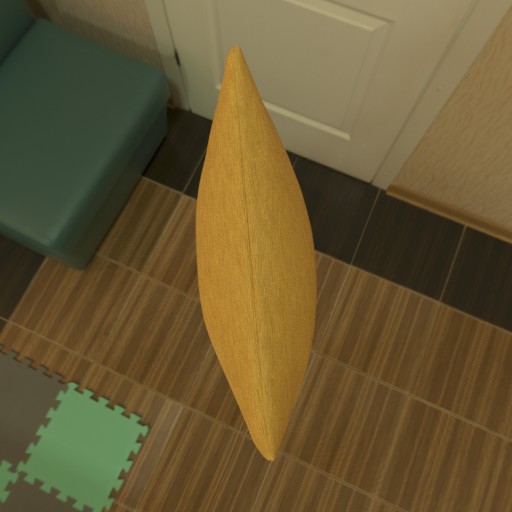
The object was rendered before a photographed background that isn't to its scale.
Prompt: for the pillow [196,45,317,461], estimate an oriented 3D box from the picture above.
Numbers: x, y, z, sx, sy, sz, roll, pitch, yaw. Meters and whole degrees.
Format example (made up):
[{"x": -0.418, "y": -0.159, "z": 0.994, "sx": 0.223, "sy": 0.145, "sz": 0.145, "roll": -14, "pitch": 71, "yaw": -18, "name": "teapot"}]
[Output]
[{"x": 0.000, "y": 0.000, "z": 0.800, "sx": 0.210, "sy": 0.354, "sz": 0.634, "roll": -5, "pitch": 74, "yaw": -1, "name": "pillow"}]
